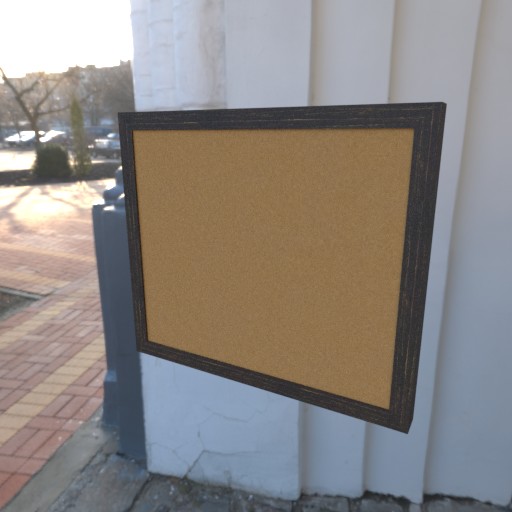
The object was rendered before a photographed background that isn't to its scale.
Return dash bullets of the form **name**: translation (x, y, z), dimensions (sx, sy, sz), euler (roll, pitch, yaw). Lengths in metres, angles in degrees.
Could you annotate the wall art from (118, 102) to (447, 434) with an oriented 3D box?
- **wall art**: translation (0.000, 0.000, 0.524), dimensions (0.381, 0.330, 0.031), euler (8, 17, 28)
